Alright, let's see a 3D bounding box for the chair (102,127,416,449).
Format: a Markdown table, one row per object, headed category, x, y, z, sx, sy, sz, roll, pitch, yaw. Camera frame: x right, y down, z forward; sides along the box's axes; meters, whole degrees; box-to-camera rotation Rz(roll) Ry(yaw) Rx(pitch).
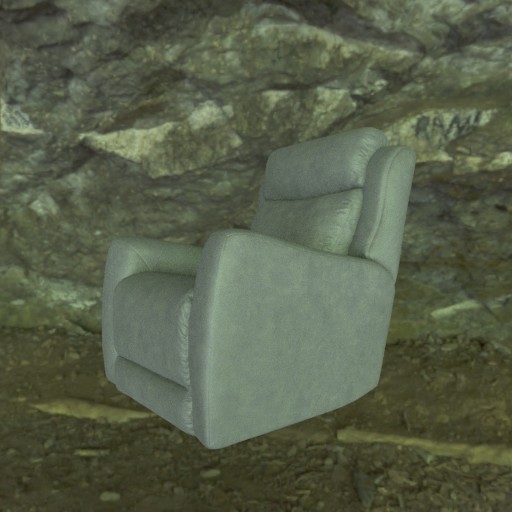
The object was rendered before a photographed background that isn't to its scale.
| category | x | y | z | sx | sy | sz | roll | pitch | yaw |
| --- | --- | --- | --- | --- | --- | --- | --- | --- | --- |
| chair | 0.000 | 0.000 | 1.907 | 1.068 | 1.116 | 0.967 | -1 | 2 | -37 |
